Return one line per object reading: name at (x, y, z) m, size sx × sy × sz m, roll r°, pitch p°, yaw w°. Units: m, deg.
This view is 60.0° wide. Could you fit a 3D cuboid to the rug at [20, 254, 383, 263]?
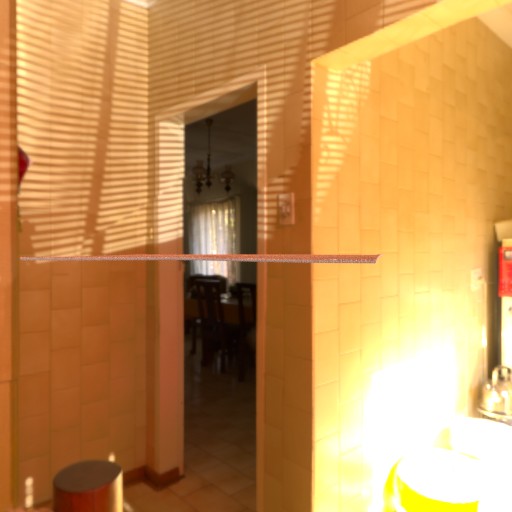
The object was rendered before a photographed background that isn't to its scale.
rug at (0.000, 0.000, 2.963) m, size 1.616 × 0.030 × 2.338 m, roll 0°, pitch 1°, yaw 17°
